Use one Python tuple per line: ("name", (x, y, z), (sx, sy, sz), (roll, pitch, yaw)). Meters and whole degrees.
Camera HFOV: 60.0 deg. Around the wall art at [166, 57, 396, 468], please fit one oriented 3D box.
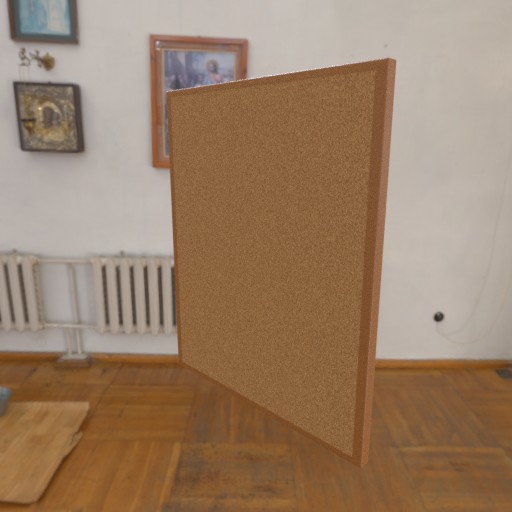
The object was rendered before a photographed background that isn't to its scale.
("wall art", (0.000, 0.000, 0.739), (0.022, 0.553, 0.452), (-13, 19, -43))
